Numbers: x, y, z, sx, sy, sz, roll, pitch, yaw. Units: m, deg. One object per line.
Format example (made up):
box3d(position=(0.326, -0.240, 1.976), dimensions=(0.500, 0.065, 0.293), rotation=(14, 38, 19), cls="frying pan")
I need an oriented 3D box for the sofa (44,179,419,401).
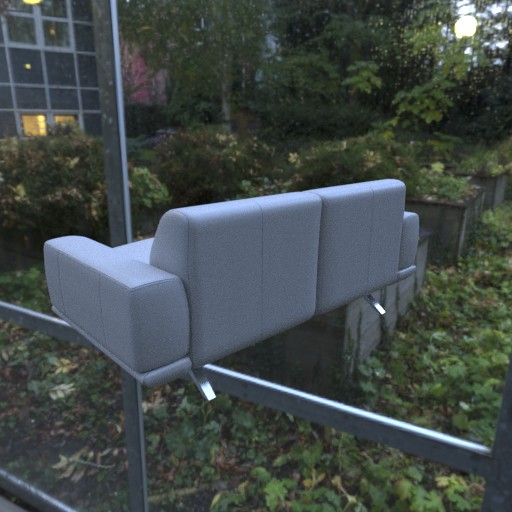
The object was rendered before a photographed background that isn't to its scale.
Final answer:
box3d(position=(0.000, 0.000, 2.380), dimensions=(1.901, 0.772, 0.900), rotation=(-14, 22, -41), cls="sofa")
